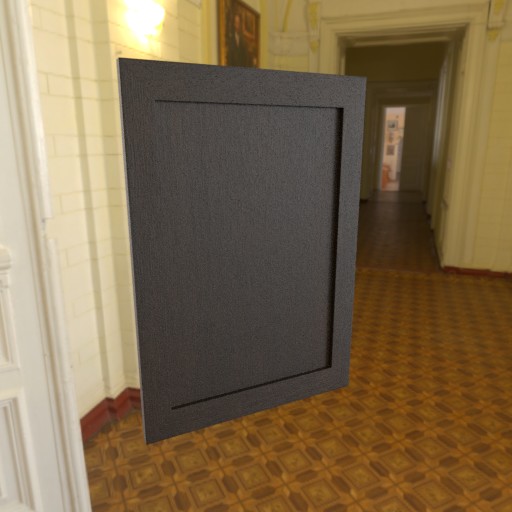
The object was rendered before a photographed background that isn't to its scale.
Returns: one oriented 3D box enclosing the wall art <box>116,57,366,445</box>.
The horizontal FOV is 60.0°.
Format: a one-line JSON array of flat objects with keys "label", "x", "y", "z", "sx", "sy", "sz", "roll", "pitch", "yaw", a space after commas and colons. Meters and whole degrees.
[{"label": "wall art", "x": 0.000, "y": 0.000, "z": 0.655, "sx": 0.359, "sy": 0.513, "sz": 0.017, "roll": -7, "pitch": 16, "yaw": -25}]
